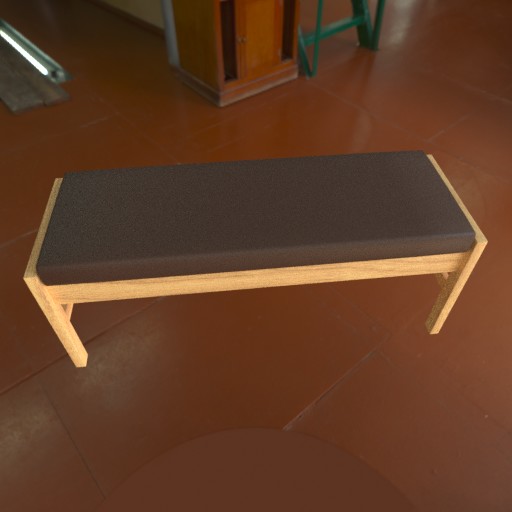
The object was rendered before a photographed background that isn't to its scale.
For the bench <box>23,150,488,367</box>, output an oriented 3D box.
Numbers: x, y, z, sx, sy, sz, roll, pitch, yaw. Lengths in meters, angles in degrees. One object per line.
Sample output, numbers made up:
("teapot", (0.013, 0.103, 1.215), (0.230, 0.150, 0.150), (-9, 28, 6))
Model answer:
("bench", (0.000, 0.000, 1.423), (1.200, 0.480, 0.405), (-4, 47, -4))
